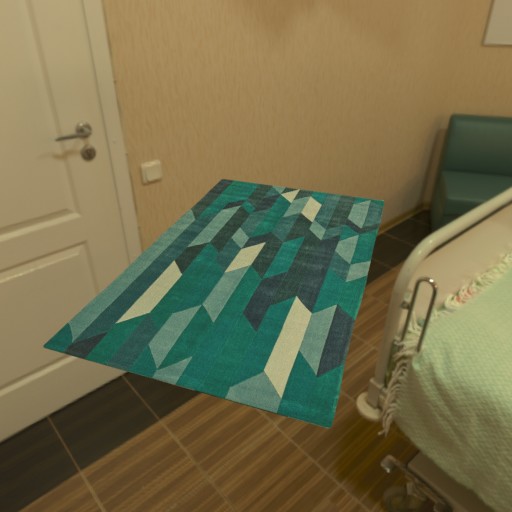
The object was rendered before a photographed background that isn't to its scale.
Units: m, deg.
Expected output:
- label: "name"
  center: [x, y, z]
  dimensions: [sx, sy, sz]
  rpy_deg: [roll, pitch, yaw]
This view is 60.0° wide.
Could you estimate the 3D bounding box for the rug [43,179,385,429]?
- label: "rug"
  center: [0.000, 0.000, 3.069]
  dimensions: [1.528, 0.005, 2.420]
  rpy_deg: [10, 34, 16]
